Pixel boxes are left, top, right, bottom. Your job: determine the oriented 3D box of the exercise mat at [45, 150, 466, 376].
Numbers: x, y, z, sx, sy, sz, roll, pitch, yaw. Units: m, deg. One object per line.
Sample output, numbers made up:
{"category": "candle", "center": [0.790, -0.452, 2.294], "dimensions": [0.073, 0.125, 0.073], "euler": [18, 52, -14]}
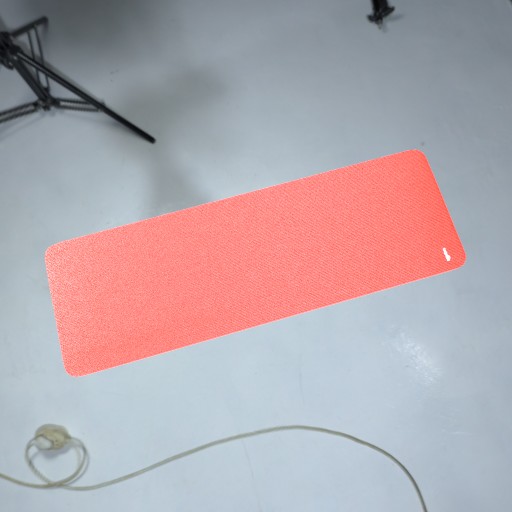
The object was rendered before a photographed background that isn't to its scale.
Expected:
{"category": "exercise mat", "center": [0.000, 0.000, 2.038], "dimensions": [1.869, 0.021, 0.616], "euler": [-15, 76, -4]}
